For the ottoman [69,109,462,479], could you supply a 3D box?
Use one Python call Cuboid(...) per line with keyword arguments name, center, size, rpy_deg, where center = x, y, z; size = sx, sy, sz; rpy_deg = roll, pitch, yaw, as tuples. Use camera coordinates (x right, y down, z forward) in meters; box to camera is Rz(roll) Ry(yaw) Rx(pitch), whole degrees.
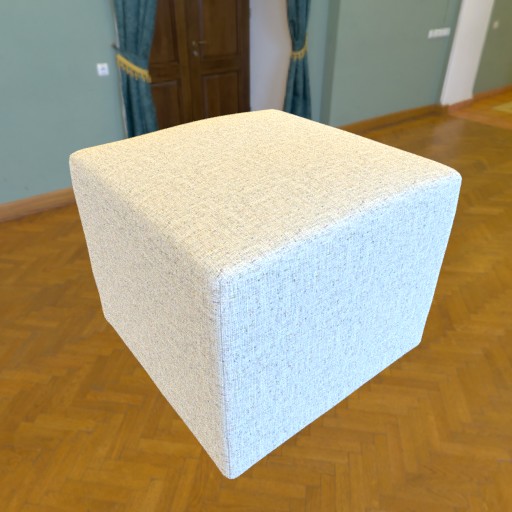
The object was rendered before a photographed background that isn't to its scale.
Cuboid(name="ottoman", center=(0.000, 0.000, 0.885), size=(0.512, 0.453, 0.521), rpy_deg=(-23, 40, -31))
